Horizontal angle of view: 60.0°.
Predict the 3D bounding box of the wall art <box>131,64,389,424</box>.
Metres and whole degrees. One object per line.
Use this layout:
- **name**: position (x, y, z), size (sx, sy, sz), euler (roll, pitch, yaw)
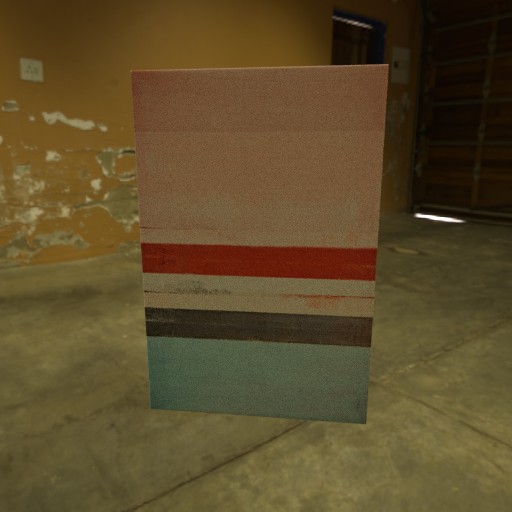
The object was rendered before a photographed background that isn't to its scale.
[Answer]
- **wall art**: position (0.000, 0.000, 1.159), size (0.610, 0.914, 0.038), euler (2, 13, 7)
